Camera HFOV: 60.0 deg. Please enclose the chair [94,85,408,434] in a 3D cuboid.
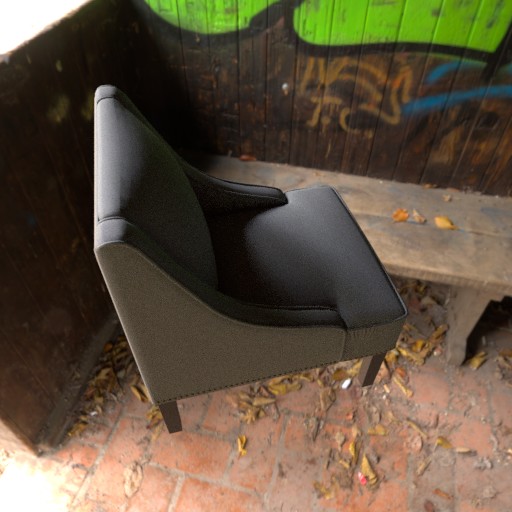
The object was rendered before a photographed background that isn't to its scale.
[{"bbox_3d":[0.000,0.000,1.343,0.747,0.867,0.631,-10,47,-10],"label":"chair"}]
